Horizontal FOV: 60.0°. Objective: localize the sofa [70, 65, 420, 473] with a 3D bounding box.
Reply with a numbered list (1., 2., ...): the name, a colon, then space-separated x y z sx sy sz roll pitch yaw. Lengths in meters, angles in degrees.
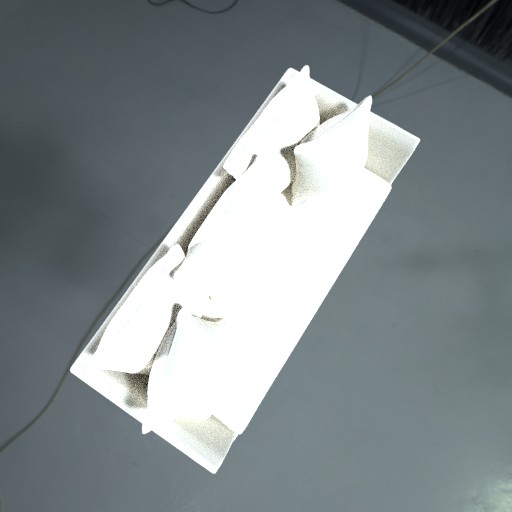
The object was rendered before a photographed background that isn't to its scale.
1. sofa: 0.000 0.000 2.796 1.031 1.034 2.290 32 78 8
